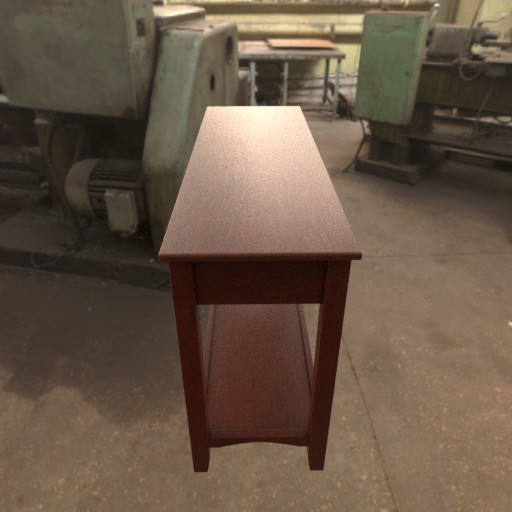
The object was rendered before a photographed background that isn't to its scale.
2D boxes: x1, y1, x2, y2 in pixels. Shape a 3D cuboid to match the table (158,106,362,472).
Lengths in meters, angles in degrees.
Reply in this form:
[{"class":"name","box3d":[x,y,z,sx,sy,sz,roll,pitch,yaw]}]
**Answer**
[{"class":"table","box3d":[0.000,0.000,1.541,0.392,0.739,1.188,0,32,-1]}]
